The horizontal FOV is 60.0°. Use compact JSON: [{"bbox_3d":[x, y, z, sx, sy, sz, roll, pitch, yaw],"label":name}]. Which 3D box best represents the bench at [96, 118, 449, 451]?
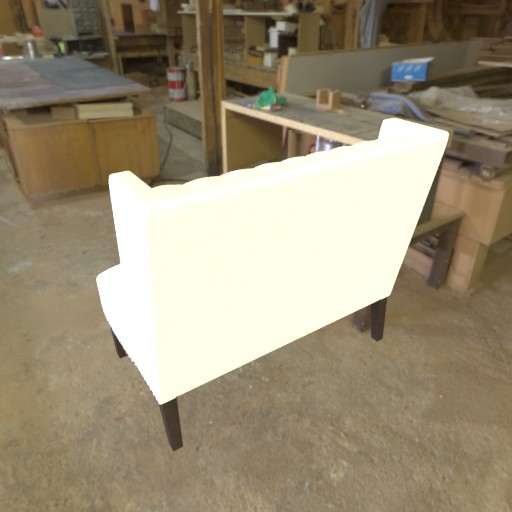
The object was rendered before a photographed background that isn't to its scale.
[{"bbox_3d":[0.000,0.000,2.005,1.280,1.123,0.847,-19,36,-29],"label":"bench"}]
